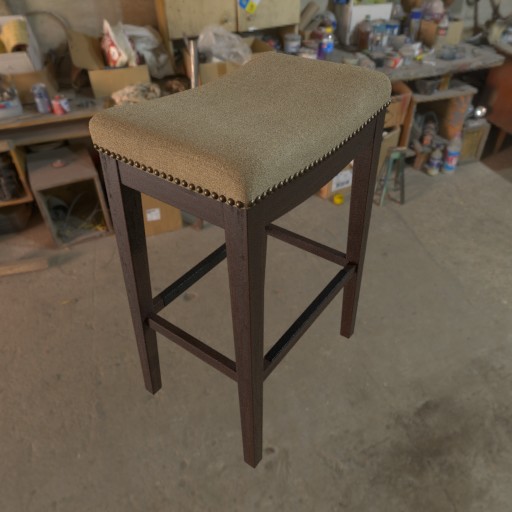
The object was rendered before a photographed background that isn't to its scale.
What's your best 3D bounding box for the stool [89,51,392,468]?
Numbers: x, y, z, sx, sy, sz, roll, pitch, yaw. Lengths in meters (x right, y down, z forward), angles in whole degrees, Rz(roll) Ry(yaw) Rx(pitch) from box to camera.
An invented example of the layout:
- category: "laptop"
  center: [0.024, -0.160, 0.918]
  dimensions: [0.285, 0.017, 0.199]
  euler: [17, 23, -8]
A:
- category: "stool"
  center: [0.000, 0.000, 1.026]
  dimensions: [0.363, 0.768, 0.509]
  euler: [25, 45, 27]
